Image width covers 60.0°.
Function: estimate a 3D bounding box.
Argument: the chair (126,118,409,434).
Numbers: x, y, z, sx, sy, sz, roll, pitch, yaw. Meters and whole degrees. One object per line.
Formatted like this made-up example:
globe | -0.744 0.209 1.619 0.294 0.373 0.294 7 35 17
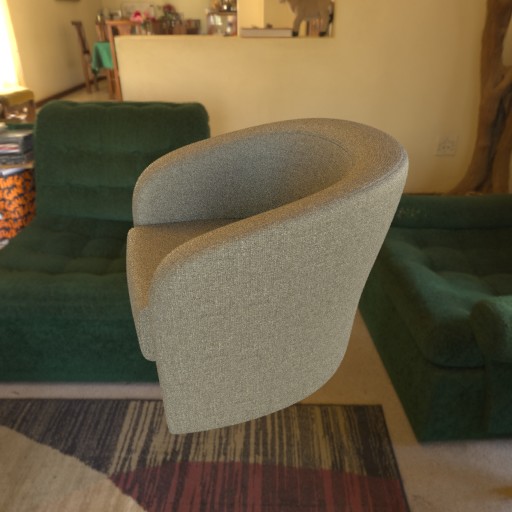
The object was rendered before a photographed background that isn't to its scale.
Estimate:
chair | 0.000 0.000 1.437 0.815 0.771 0.791 -8 30 -15
